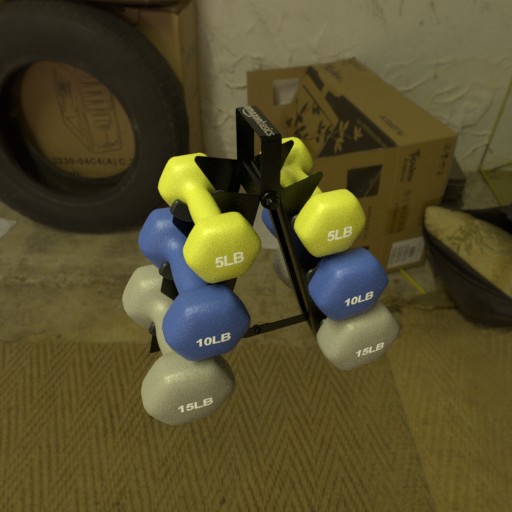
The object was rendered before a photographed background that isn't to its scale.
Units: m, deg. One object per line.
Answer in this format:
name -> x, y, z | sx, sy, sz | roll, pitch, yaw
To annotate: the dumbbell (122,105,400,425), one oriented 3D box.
dumbbell -> 0.000, 0.000, 0.663 | 0.416, 0.426, 0.261 | -13, 43, -15
